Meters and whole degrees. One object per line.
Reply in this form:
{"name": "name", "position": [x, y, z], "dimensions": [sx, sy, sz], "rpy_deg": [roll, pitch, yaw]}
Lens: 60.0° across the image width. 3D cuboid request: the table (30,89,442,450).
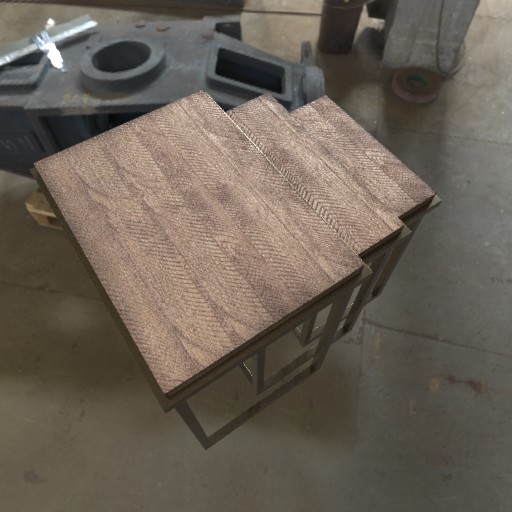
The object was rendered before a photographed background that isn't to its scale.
{"name": "table", "position": [0.000, 0.000, 1.107], "dimensions": [0.706, 0.610, 0.559], "rpy_deg": [-30, 64, -17]}
